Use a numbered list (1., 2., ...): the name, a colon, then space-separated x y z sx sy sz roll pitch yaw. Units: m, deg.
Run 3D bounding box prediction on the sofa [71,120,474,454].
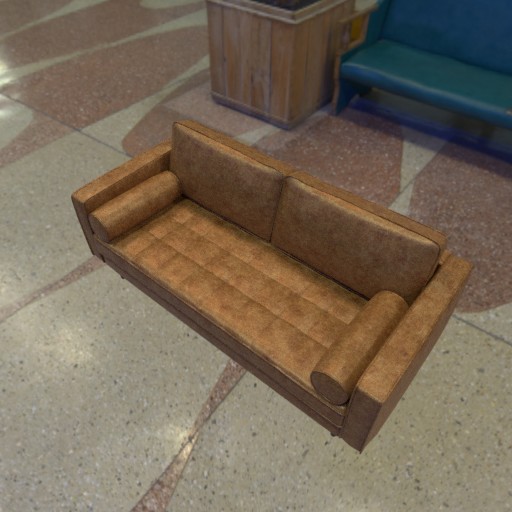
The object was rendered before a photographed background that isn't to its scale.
1. sofa: 0.000 0.000 2.364 1.920 0.825 0.924 31 53 27
